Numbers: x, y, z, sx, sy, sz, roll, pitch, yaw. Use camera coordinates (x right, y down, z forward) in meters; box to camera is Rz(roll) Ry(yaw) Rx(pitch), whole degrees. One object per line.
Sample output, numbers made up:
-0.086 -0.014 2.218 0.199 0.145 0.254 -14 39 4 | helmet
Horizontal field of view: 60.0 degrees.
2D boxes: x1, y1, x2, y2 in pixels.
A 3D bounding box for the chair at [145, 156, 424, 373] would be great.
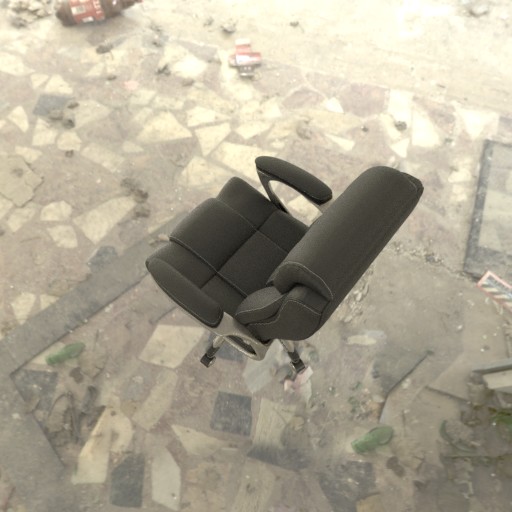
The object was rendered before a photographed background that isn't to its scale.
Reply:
0.000 0.000 1.676 0.784 1.167 0.741 36 69 17 | chair
